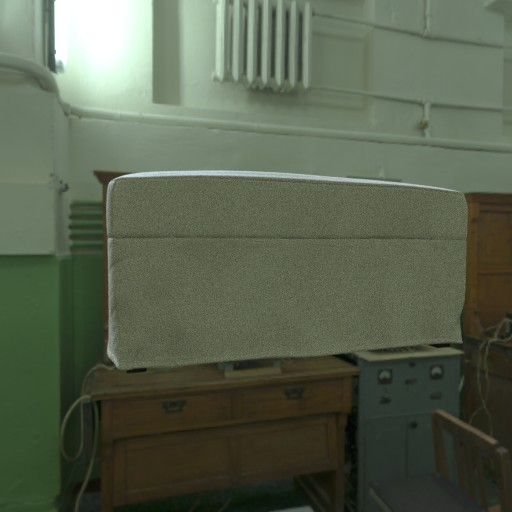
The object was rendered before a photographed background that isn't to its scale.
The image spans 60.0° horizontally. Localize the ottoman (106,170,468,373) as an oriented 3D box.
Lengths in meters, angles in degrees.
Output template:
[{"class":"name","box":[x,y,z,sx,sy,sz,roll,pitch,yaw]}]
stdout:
[{"class":"ottoman","box":[0.000,0.000,1.333,0.843,0.441,0.842,0,1,-17]}]
